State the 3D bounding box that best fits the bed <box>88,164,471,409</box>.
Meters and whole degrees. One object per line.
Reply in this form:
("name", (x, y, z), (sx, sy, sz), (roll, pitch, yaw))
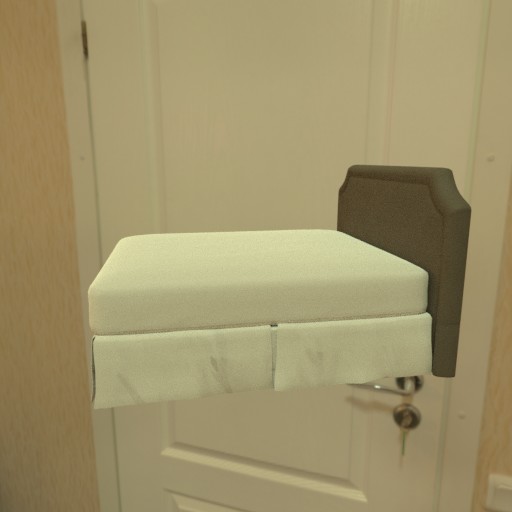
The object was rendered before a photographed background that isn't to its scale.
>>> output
("bed", (0.000, 0.000, 3.267), (2.181, 1.297, 1.831), (-2, 13, -10))
